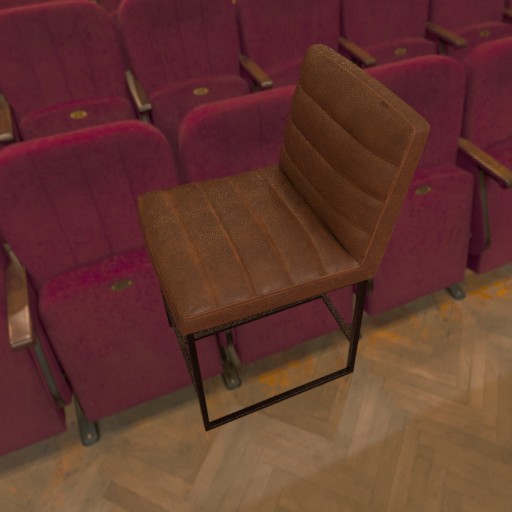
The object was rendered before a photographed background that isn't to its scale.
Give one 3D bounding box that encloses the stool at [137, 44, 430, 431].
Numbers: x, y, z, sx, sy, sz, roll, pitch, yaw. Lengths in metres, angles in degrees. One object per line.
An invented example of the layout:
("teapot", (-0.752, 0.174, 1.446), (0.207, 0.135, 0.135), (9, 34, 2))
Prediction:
("stool", (0.000, 0.000, 1.238), (0.562, 0.942, 0.463), (-17, 49, -16))
